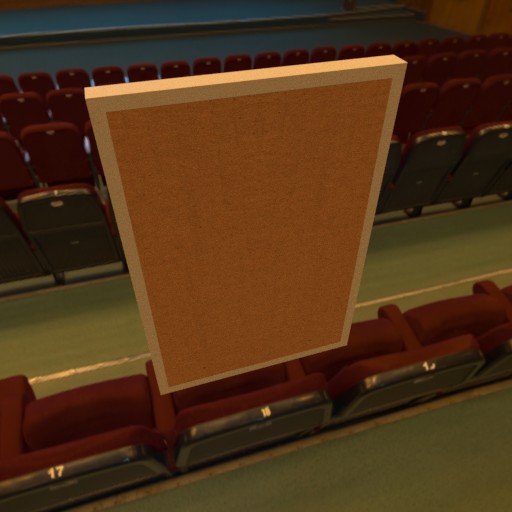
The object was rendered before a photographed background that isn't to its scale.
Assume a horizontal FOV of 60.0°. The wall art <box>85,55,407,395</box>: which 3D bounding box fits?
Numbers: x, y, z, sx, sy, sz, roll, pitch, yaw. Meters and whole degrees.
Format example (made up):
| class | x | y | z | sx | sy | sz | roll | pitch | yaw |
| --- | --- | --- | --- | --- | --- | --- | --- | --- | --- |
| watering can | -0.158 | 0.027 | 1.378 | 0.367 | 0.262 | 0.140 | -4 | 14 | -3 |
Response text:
| class | x | y | z | sx | sy | sz | roll | pitch | yaw |
| --- | --- | --- | --- | --- | --- | --- | --- | --- | --- |
| wall art | 0.000 | 0.000 | 0.535 | 0.293 | 0.428 | 0.025 | -12 | 42 | -13 |
